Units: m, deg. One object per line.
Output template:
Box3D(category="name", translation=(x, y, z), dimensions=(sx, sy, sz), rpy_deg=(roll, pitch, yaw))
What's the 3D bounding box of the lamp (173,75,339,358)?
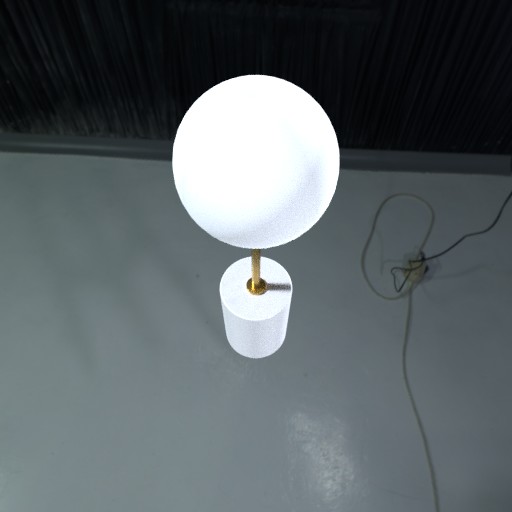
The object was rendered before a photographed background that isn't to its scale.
Box3D(category="lamp", translation=(0.000, 0.000, 0.552), dimensions=(0.153, 0.480, 0.153), rpy_deg=(0, 58, 0))
